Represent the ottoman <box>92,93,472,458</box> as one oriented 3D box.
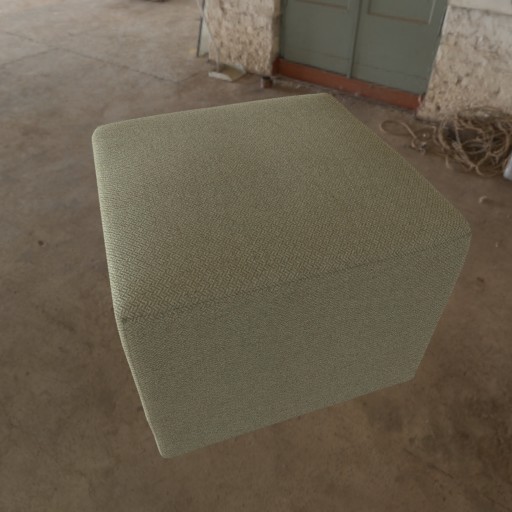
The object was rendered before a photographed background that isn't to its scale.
[{"bbox_3d":[0.000,0.000,0.874,0.521,0.453,0.512,-13,45,-13],"label":"ottoman"}]
